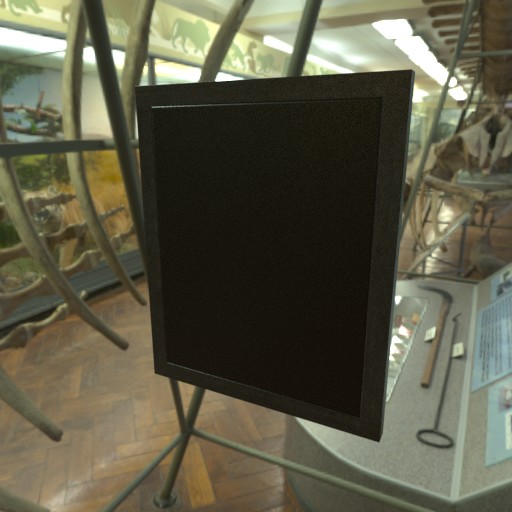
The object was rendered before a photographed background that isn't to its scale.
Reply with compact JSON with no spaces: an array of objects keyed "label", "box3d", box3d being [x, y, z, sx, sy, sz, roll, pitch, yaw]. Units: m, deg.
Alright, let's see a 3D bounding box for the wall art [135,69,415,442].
[{"label":"wall art","box3d":[0.000,0.000,0.781,0.479,0.580,0.027,8,17,26]}]
